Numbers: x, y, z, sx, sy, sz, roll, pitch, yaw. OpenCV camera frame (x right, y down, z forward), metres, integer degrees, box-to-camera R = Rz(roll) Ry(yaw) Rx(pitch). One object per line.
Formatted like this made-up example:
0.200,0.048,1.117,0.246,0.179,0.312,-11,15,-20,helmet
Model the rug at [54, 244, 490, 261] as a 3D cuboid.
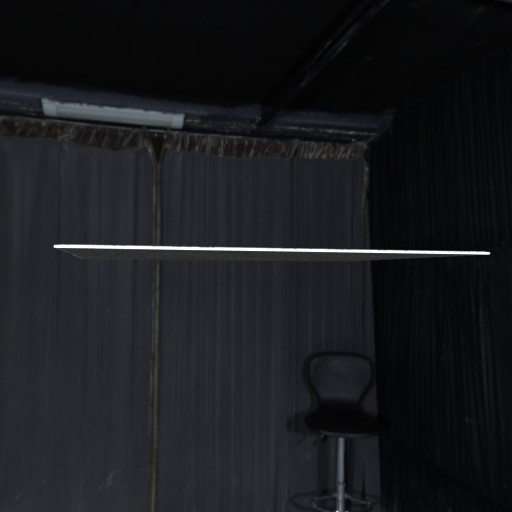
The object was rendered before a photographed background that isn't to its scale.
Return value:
0.000,0.000,2.860,2.197,0.014,1.586,1,-2,-17,rug
